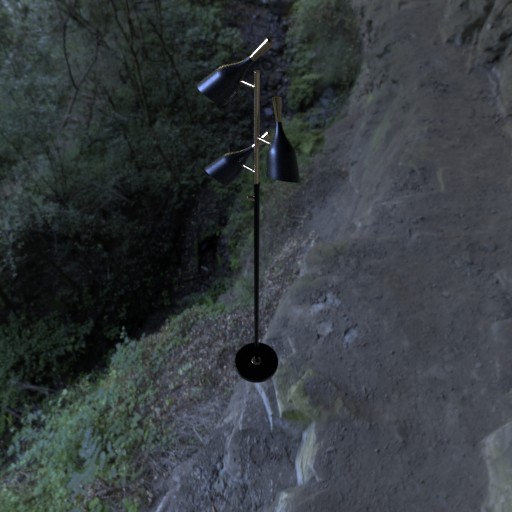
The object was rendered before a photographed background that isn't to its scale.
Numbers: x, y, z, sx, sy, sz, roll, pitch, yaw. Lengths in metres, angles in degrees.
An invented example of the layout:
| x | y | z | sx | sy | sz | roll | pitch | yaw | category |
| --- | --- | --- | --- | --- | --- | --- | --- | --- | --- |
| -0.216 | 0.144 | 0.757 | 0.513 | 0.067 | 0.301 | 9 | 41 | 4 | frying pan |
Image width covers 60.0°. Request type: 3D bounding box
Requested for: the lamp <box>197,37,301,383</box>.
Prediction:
| x | y | z | sx | sy | sz | roll | pitch | yaw | category |
| --- | --- | --- | --- | --- | --- | --- | --- | --- | --- |
| 0.000 | 0.000 | 1.941 | 0.434 | 1.778 | 0.253 | 33 | 54 | 28 | lamp |
